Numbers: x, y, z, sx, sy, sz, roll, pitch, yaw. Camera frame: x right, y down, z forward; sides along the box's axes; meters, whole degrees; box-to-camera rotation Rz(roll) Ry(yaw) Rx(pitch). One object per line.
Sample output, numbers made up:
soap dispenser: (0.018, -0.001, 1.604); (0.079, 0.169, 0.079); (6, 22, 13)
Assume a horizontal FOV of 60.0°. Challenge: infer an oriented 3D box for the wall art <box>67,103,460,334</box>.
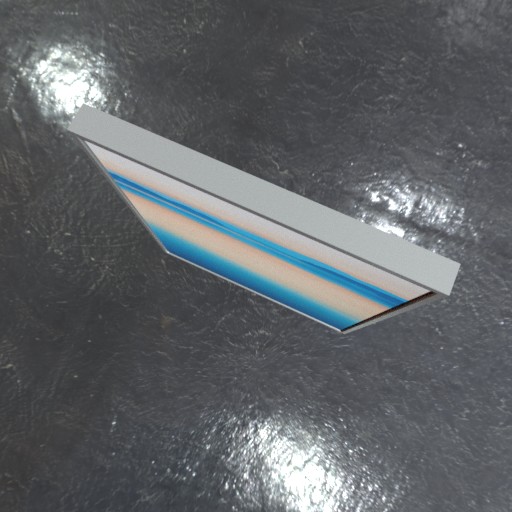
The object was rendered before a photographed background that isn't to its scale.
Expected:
wall art: (0.000, 0.000, 0.750); (0.453, 0.554, 0.037); (24, 77, 6)
